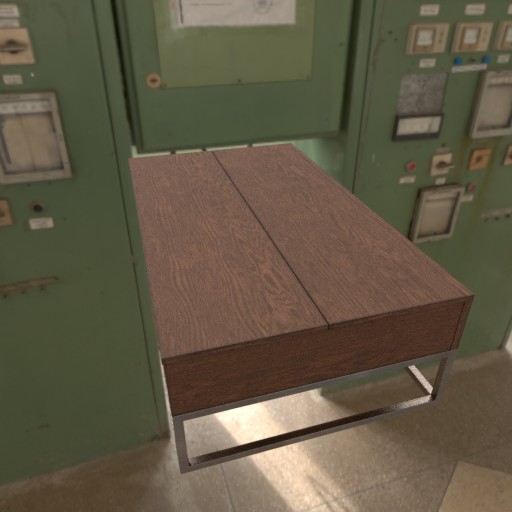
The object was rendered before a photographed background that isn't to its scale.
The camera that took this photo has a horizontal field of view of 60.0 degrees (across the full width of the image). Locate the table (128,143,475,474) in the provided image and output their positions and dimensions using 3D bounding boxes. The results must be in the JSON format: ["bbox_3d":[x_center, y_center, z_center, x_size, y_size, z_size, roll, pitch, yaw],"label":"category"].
[{"bbox_3d":[0.000,0.000,1.480,0.719,0.361,1.167,-9,33,-14],"label":"table"}]
